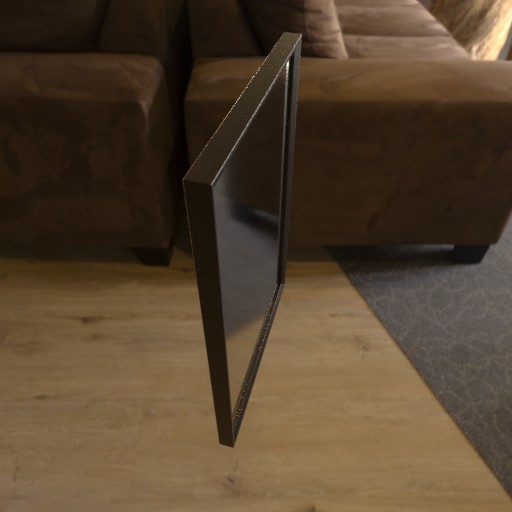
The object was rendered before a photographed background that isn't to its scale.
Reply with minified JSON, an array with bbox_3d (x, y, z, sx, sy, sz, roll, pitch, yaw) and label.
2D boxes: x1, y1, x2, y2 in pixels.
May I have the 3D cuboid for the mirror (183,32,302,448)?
[{"bbox_3d":[0.000,0.000,0.917,0.039,0.710,0.507,11,46,11],"label":"mirror"}]
